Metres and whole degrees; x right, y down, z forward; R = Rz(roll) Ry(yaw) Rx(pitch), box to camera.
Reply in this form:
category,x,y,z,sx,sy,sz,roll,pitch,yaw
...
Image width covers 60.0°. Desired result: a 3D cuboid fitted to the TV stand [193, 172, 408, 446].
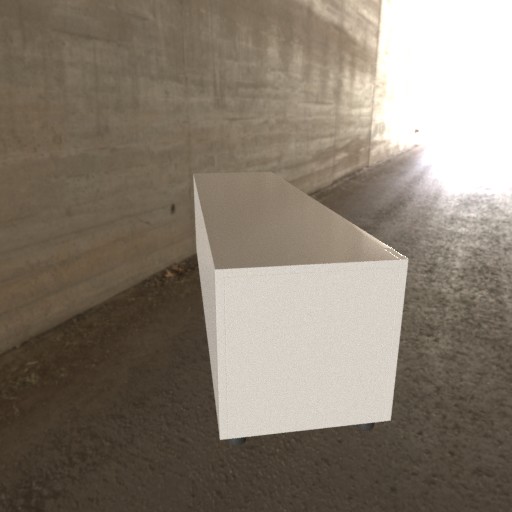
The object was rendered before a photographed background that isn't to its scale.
category,x,y,z,sx,sy,sz,roll,pitch,yaw
TV stand,0.000,0.000,1.680,0.410,0.440,1.500,-3,18,-9
